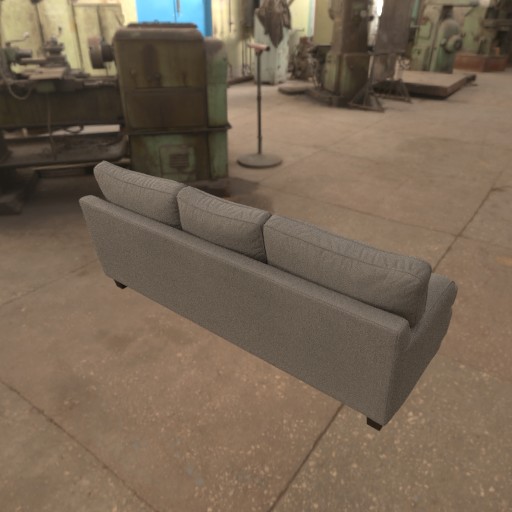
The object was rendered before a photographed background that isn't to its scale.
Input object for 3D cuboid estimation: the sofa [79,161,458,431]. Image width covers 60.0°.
[{"bbox_3d":[0.000,0.000,2.880,2.323,0.991,1.016,21,36,32],"label":"sofa"}]
